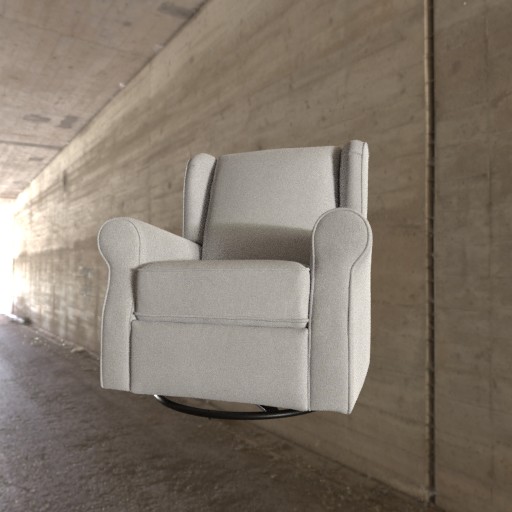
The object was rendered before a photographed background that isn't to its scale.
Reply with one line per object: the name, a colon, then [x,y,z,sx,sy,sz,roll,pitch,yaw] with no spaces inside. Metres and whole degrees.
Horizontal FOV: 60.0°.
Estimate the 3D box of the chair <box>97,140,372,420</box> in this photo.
chair: [0.000,0.000,1.697,0.906,0.967,0.854,0,-1,18]
